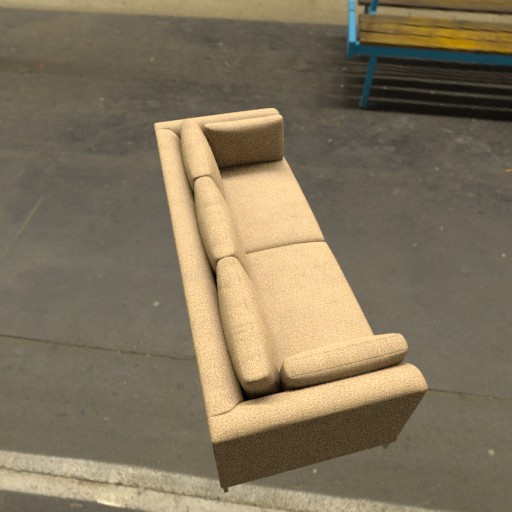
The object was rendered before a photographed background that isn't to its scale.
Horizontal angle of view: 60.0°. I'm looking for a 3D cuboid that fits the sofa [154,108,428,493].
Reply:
[{"bbox_3d":[0.000,0.000,2.838,0.969,0.867,2.415,-11,49,-9],"label":"sofa"}]
